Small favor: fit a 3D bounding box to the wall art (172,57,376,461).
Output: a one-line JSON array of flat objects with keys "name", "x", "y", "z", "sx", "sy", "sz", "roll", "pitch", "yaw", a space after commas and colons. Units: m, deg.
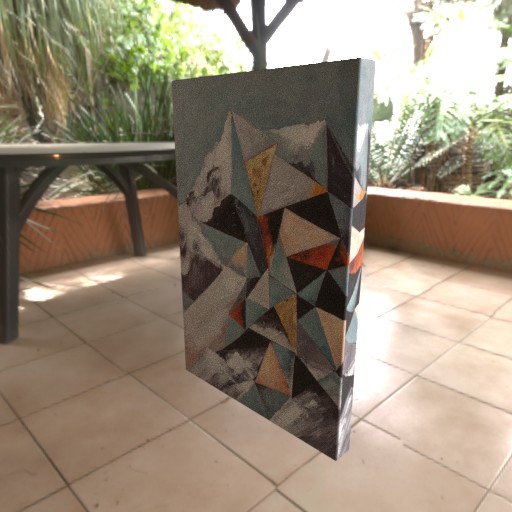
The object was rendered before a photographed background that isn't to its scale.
[{"name": "wall art", "x": 0.000, "y": 0.000, "z": 1.181, "sx": 0.609, "sy": 0.911, "sz": 0.061, "roll": 15, "pitch": 22, "yaw": 43}]
